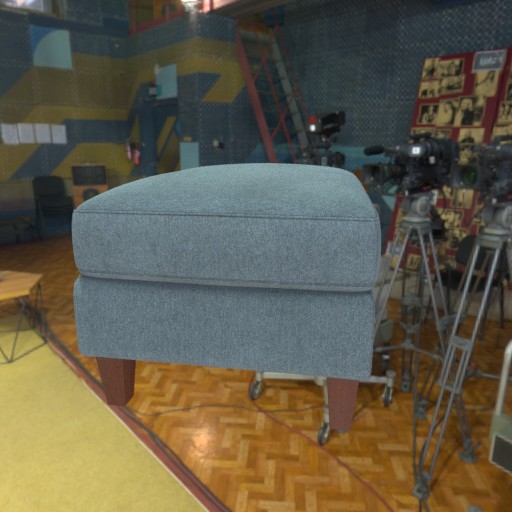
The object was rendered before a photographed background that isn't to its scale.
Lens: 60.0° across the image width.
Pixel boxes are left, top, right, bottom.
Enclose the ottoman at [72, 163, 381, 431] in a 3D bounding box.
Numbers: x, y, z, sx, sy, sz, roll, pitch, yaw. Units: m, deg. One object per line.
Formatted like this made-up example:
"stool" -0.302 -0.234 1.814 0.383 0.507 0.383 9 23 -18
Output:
"ottoman" 0.000 0.000 1.210 0.584 0.483 0.864 3 15 10
